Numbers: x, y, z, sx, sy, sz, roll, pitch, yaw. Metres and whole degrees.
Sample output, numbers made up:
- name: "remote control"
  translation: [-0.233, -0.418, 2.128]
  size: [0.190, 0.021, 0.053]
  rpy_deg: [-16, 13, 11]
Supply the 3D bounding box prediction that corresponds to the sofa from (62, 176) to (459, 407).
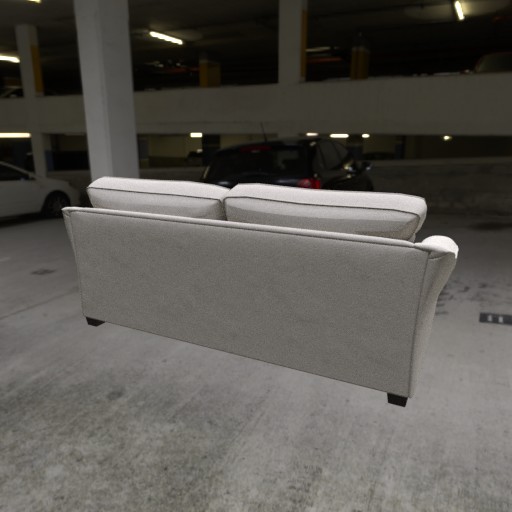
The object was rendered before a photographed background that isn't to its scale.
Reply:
- name: "sofa"
  translation: [0.000, 0.000, 2.748]
  size: [2.270, 0.965, 0.980]
  rpy_deg: [8, 17, 26]
